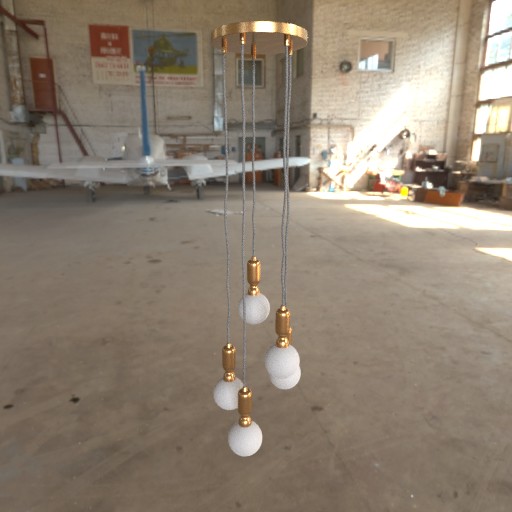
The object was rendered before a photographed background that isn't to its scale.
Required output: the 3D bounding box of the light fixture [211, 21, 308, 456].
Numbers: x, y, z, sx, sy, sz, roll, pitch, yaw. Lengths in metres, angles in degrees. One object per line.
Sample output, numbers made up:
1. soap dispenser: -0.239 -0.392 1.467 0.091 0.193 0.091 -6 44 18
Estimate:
1. light fixture: 0.000 0.000 0.498 0.105 0.457 0.108 2 13 8
